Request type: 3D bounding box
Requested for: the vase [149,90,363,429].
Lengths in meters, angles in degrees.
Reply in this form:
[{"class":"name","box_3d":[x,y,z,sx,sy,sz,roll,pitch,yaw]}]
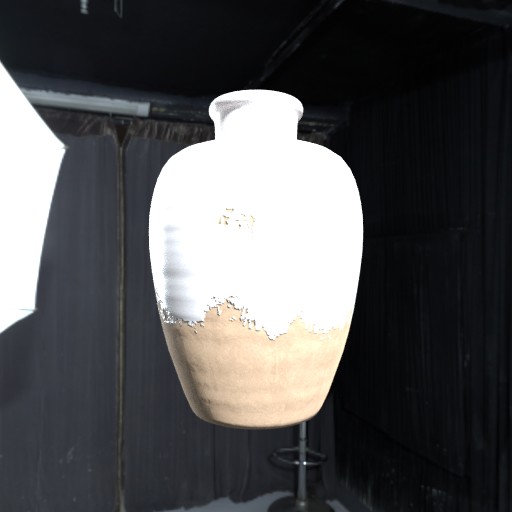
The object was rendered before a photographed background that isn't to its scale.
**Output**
[{"class":"vase","box_3d":[0.000,0.000,0.338,0.158,0.228,0.158,0,0,0]}]
